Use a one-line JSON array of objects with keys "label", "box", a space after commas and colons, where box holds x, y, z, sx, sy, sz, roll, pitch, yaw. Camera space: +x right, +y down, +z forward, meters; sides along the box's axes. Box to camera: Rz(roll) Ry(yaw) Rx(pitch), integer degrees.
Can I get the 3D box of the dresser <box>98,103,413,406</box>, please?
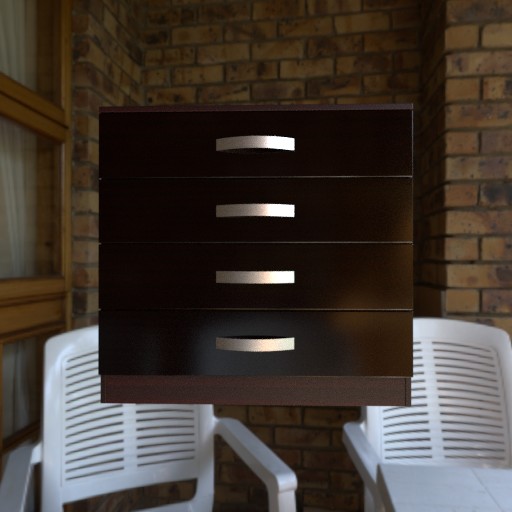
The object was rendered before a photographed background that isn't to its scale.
[{"label": "dresser", "box": [0.000, 0.000, 1.207, 0.750, 0.720, 0.360, 0, 0, 2]}]
